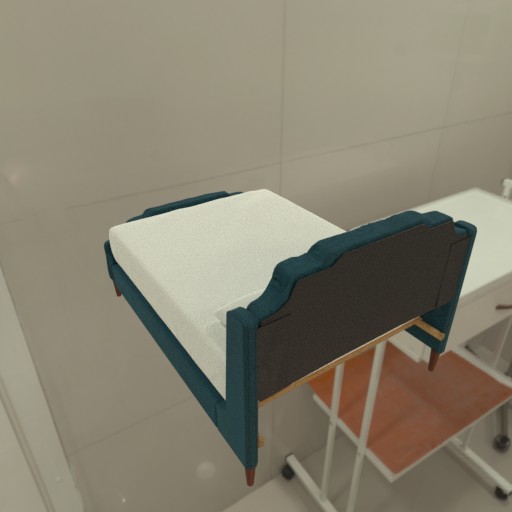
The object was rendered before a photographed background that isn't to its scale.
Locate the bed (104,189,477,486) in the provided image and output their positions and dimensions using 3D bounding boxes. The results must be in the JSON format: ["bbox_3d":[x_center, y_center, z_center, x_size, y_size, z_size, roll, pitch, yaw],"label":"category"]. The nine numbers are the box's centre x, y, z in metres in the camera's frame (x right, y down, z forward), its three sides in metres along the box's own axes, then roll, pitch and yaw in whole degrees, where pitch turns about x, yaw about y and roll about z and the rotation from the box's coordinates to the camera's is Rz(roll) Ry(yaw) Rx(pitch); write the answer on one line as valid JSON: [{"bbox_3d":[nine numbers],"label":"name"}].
[{"bbox_3d":[0.000,0.000,3.317,1.676,1.351,2.322,-19,35,-29],"label":"bed"}]
